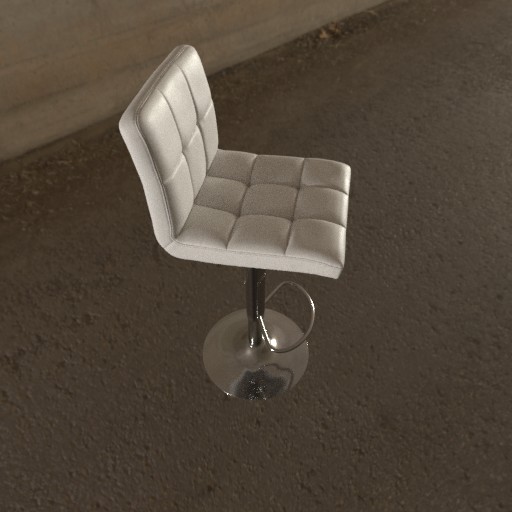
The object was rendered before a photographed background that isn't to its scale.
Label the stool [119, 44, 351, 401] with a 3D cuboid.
[{"bbox_3d":[0.000,0.000,1.380,0.505,1.115,0.430,8,47,7],"label":"stool"}]
